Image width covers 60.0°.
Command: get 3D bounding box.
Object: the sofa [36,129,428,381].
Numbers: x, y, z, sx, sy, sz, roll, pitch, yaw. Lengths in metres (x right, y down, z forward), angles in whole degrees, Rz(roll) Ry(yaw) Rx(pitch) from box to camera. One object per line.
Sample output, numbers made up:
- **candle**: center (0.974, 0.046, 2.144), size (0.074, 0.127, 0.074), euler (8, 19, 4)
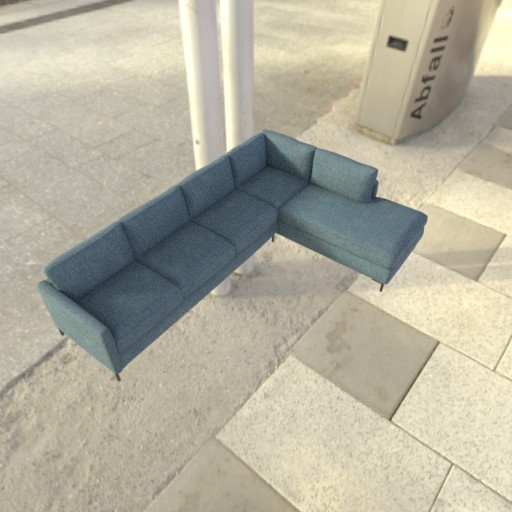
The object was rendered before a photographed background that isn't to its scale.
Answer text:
- **sofa**: center (0.000, 0.000, 3.882), size (2.007, 0.815, 2.949), euler (28, 49, 27)
